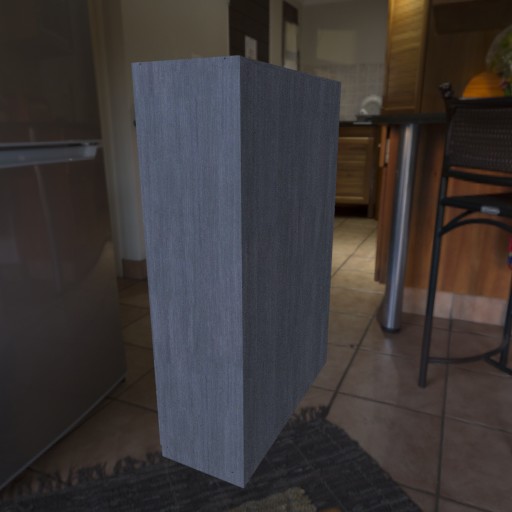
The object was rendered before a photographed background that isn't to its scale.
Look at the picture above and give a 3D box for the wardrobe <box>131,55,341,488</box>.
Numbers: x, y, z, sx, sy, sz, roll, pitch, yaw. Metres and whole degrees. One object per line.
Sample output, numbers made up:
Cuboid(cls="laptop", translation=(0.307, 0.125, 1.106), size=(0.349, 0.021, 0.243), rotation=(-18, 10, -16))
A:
Cuboid(cls="wardrobe", translation=(0.000, 0.000, 2.508), size=(0.510, 1.910, 1.290), rotation=(8, 19, 25))
